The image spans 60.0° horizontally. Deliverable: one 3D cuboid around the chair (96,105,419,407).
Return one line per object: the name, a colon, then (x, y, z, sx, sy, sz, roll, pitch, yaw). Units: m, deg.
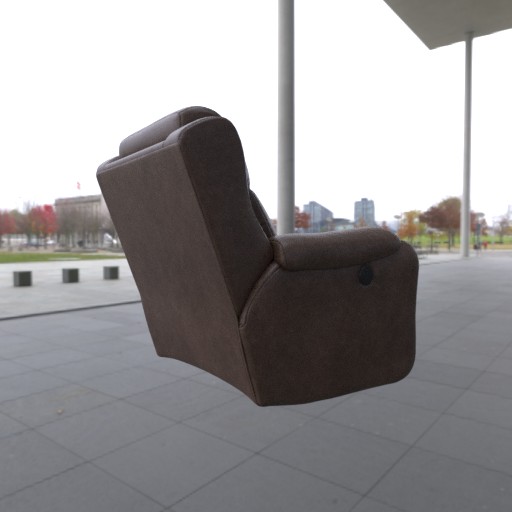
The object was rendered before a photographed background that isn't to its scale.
chair: (0.000, 0.000, 1.828, 1.067, 0.990, 0.940, -2, 3, -37)
